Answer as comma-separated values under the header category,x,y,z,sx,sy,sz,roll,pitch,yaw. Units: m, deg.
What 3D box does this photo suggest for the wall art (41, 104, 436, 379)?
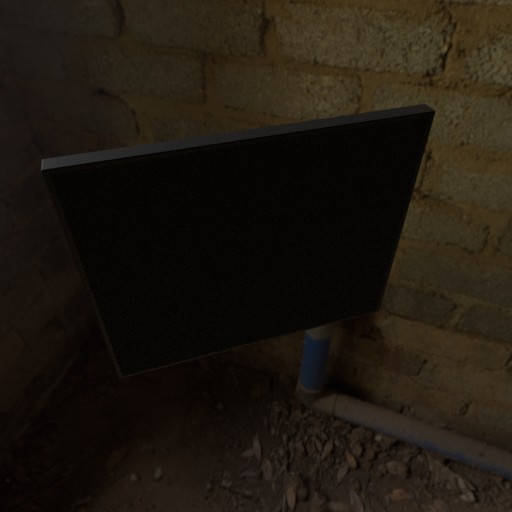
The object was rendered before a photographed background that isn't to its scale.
category,x,y,z,sx,sy,sz,roll,pitch,yaw
wall art,0.000,0.000,0.766,0.559,0.458,0.029,-12,43,-13
